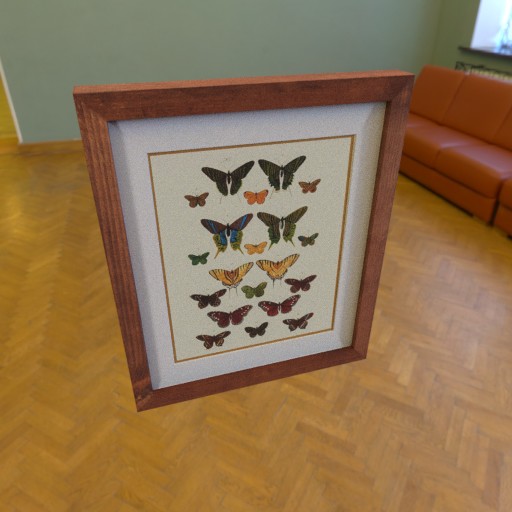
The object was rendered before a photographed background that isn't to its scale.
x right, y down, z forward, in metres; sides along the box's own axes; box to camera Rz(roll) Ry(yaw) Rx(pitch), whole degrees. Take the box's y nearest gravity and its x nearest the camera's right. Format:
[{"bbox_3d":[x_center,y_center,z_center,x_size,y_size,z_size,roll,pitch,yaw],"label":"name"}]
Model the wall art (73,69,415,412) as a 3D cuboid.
[{"bbox_3d":[0.000,0.000,0.601,0.377,0.449,0.039,-9,32,-15],"label":"wall art"}]
